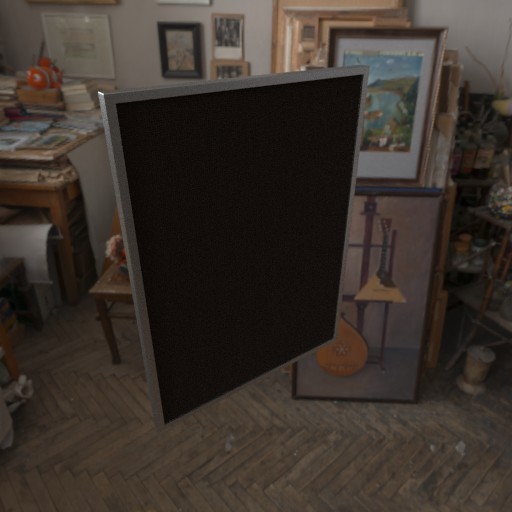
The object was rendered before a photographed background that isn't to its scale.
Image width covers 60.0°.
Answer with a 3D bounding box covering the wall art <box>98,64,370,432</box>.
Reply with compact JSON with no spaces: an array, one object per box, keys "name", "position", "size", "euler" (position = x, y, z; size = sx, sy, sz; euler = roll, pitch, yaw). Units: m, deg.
[{"name":"wall art","position":[0.000,0.000,1.401],"size":[0.801,1.062,0.037],"euler":[-19,35,-30]}]
